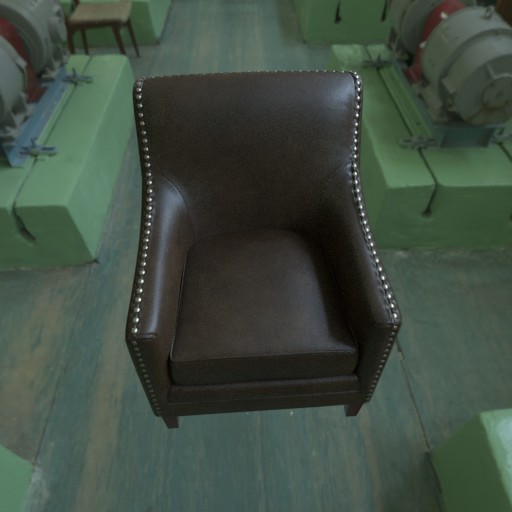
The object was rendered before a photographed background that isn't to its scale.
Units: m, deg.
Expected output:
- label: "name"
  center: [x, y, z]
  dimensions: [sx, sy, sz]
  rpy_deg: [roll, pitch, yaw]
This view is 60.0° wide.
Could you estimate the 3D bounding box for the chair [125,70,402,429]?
- label: "chair"
  center: [0.000, 0.000, 1.292]
  dimensions: [0.639, 0.813, 0.704]
  rpy_deg: [-3, 47, -3]
